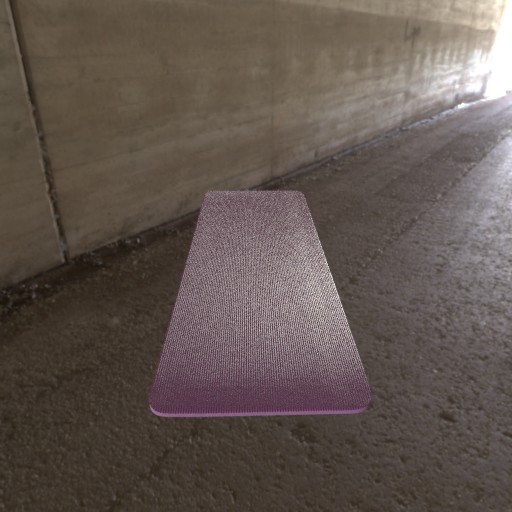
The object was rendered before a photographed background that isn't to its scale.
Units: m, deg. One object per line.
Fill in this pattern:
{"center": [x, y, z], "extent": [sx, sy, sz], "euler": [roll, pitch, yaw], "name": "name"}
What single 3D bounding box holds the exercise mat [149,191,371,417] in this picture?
{"center": [0.000, 0.000, 2.010], "extent": [0.616, 0.021, 1.869], "euler": [0, 26, -1], "name": "exercise mat"}
